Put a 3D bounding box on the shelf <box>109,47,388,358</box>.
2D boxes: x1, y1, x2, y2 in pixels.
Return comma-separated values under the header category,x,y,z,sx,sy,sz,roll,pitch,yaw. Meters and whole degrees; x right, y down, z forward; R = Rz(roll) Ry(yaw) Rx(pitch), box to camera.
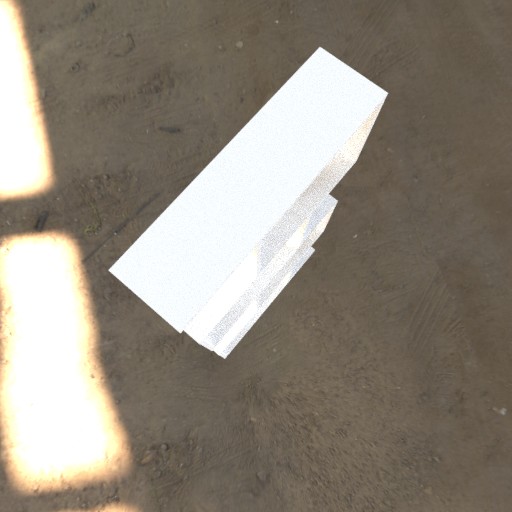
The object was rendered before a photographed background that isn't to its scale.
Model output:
category,x,y,z,sx,sy,sz,roll,pitch,yaw
shelf,0.000,0.000,2.004,0.250,1.650,0.890,39,78,10
